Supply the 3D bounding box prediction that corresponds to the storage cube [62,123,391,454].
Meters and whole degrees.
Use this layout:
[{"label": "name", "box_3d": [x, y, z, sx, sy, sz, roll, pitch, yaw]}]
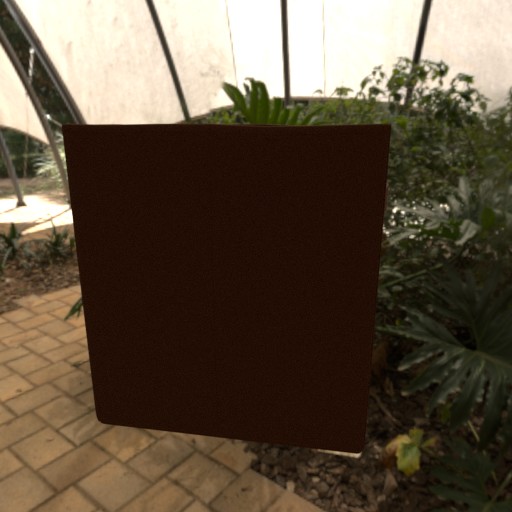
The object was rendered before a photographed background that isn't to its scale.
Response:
[{"label": "storage cube", "box_3d": [0.000, 0.000, 0.490, 0.270, 0.280, 0.270, 3, 17, 9]}]
